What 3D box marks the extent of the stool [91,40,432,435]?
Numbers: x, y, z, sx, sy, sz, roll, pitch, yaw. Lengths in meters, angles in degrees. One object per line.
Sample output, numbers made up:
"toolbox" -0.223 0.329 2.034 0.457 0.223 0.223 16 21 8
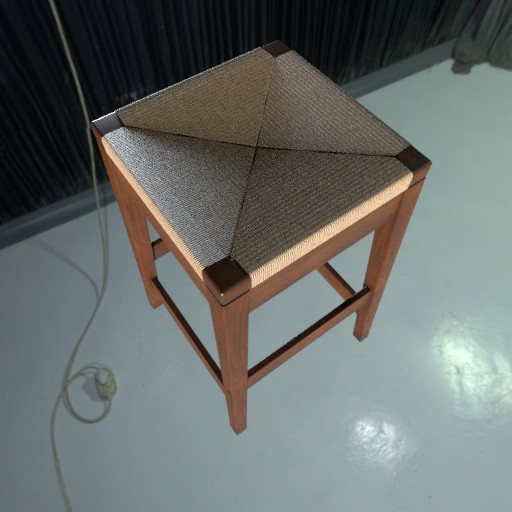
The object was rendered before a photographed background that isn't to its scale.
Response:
"stool" 0.000 0.000 1.089 0.497 0.762 0.507 -32 63 -18
